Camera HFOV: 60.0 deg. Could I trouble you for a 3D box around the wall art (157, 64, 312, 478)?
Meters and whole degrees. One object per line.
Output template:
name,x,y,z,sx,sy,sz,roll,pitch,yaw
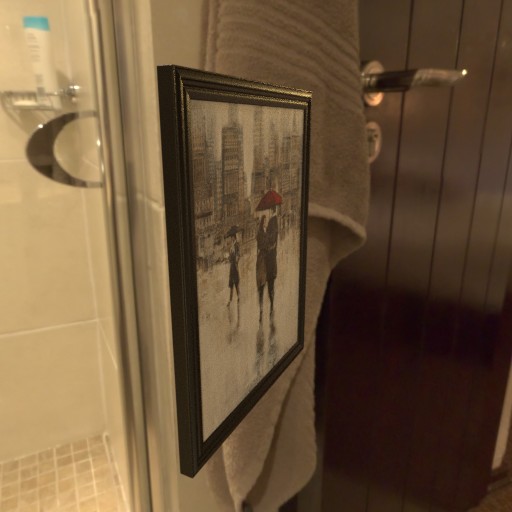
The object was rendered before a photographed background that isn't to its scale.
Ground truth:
wall art,0.000,0.000,1.627,0.053,1.194,0.950,8,18,26
